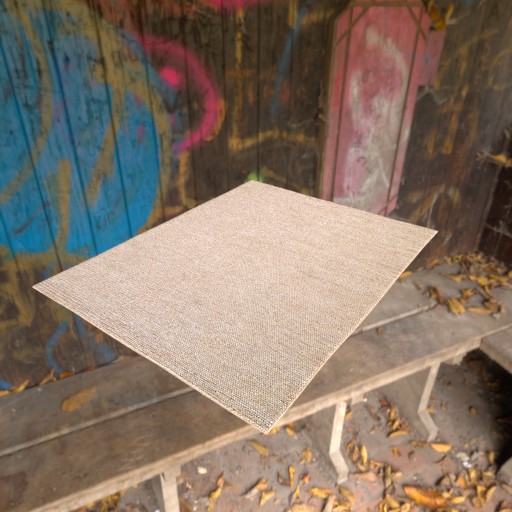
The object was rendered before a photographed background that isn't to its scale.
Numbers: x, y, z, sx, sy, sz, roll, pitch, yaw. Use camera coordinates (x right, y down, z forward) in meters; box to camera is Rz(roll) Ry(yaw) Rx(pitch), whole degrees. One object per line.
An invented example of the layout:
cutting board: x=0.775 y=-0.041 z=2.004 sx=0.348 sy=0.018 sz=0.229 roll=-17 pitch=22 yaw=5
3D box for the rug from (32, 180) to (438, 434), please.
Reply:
rug: x=0.000 y=0.000 z=4.127 sx=2.406 sy=0.012 sz=3.034 roll=21 pitch=37 yaw=31
